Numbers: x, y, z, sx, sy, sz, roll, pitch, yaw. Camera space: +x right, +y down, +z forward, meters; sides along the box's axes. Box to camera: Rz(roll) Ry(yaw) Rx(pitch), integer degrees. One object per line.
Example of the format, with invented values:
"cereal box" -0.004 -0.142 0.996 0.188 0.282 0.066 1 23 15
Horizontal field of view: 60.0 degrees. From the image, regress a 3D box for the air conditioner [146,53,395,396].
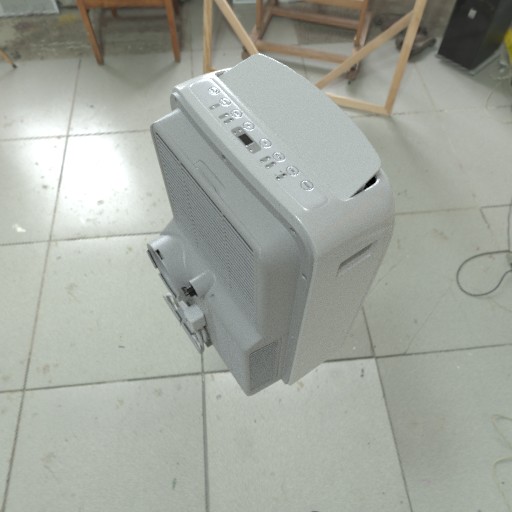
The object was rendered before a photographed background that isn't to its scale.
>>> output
"air conditioner" 0.000 0.000 1.043 0.414 0.786 0.449 -31 64 -17
